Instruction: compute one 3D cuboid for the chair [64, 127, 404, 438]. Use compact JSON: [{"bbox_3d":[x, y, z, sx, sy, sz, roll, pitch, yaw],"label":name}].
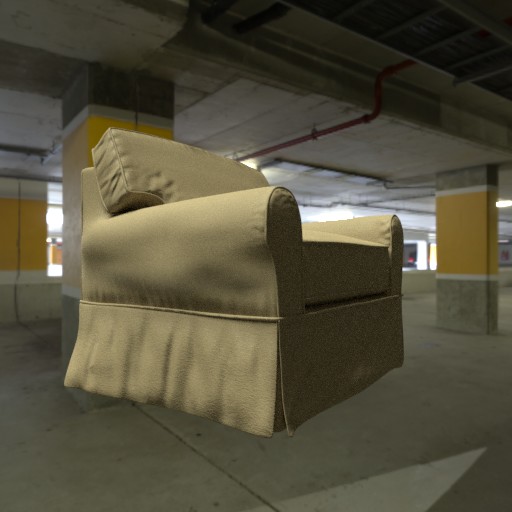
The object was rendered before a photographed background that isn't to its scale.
[{"bbox_3d":[0.000,0.000,1.753,0.903,0.937,1.096,0,-1,36],"label":"chair"}]
